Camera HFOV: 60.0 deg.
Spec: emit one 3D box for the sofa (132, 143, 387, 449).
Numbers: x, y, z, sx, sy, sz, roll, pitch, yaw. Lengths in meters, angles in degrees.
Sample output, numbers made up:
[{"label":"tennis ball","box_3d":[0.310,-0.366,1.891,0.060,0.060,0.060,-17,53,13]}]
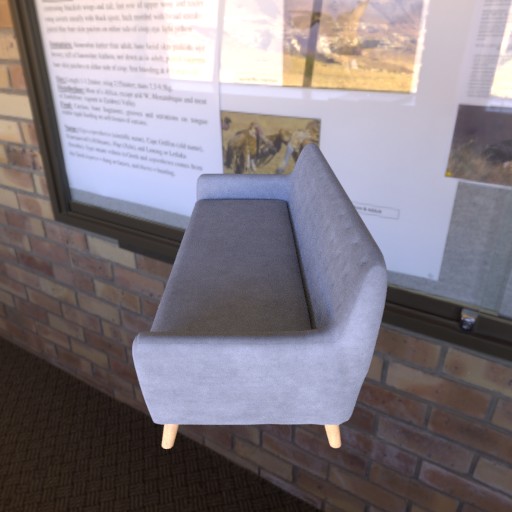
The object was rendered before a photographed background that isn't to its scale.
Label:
[{"label":"sofa","box_3d":[0.000,0.000,2.341,0.830,0.830,1.970,0,26,0]}]
